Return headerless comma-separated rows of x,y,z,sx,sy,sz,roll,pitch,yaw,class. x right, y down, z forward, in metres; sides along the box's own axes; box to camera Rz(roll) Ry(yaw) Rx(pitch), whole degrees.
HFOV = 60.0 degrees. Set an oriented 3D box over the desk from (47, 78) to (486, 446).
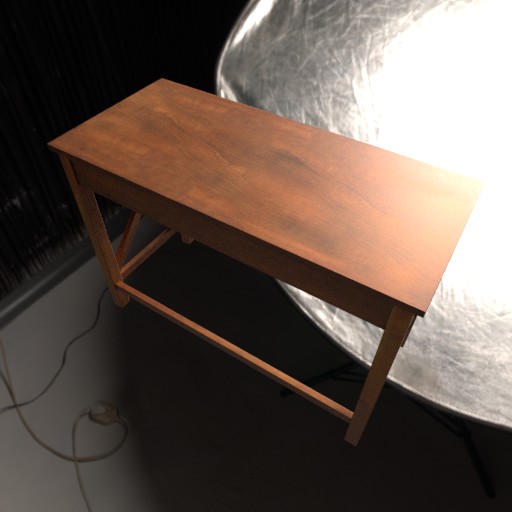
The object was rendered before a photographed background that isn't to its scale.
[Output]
0.000,0.000,1.503,1.117,0.762,0.508,25,51,22,desk
